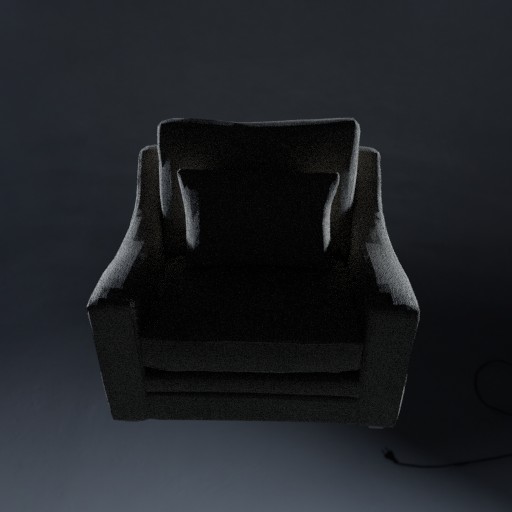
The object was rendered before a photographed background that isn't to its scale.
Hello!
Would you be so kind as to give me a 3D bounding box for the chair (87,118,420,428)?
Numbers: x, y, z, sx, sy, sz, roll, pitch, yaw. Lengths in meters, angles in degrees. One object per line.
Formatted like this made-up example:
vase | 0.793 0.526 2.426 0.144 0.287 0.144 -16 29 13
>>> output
chair | 0.000 0.000 1.907 1.138 1.037 1.009 1 31 2
